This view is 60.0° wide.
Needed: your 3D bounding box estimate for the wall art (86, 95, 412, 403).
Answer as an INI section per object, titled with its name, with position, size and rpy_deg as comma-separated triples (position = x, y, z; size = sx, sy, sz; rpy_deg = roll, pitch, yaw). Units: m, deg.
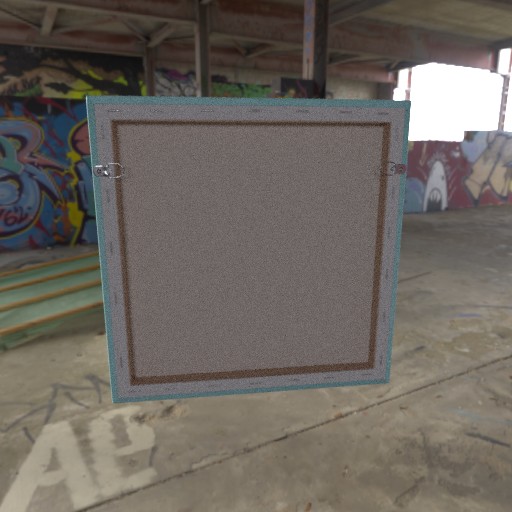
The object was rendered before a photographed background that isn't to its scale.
[wall art]
position = 0.000, 0.000, 1.594
size = 1.071, 1.073, 0.070
rpy_deg = -2, 14, -8
